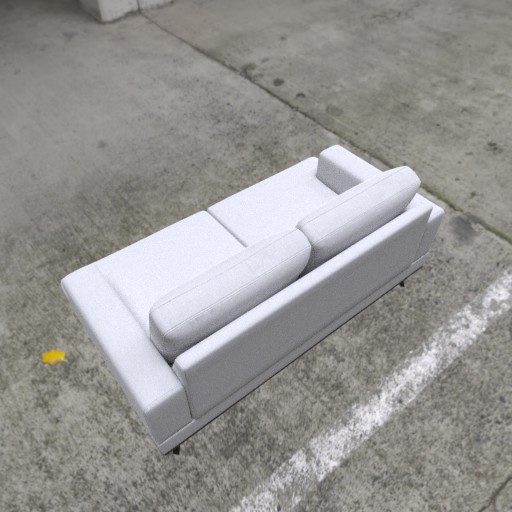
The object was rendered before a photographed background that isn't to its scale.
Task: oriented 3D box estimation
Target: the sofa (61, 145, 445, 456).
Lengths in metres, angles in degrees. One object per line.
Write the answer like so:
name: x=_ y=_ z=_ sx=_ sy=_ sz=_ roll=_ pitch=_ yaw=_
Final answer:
sofa: x=0.000 y=0.000 z=2.167 sx=1.650 sy=0.810 sz=0.920 roll=-30 pitch=54 yaw=-25
